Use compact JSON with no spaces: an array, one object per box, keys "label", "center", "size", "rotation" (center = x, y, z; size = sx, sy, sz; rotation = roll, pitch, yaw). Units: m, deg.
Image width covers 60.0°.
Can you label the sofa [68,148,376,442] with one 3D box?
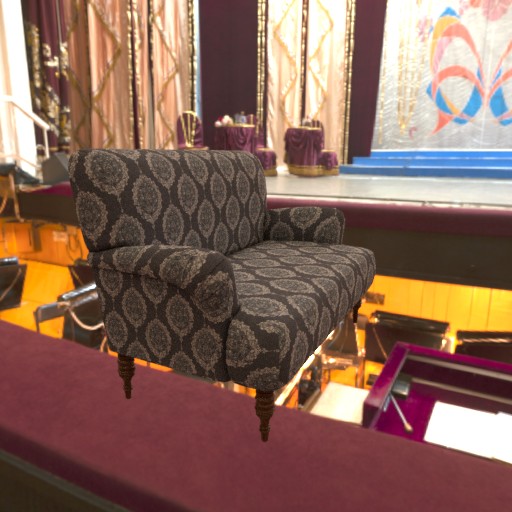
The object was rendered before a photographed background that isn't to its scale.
[{"label":"sofa","center":[0.000,0.000,1.851],"size":[0.779,0.867,1.297],"rotation":[6,14,26]}]
